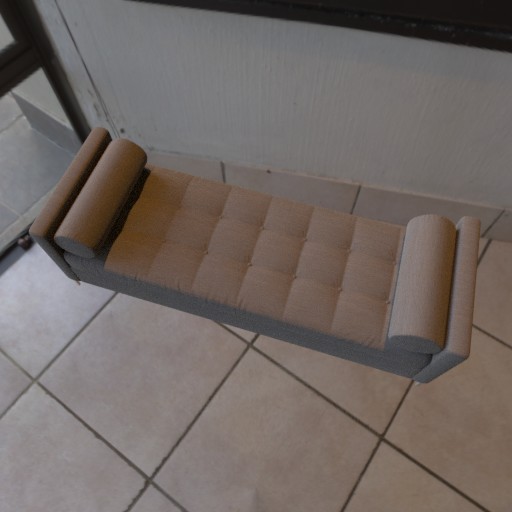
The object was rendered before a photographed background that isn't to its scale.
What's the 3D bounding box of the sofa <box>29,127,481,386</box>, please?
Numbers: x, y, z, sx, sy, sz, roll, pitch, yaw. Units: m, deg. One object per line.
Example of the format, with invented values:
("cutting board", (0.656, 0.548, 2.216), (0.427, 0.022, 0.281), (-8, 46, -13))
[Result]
("sofa", (0.000, 0.000, 2.299), (1.981, 0.635, 0.686), (15, 63, 8))
